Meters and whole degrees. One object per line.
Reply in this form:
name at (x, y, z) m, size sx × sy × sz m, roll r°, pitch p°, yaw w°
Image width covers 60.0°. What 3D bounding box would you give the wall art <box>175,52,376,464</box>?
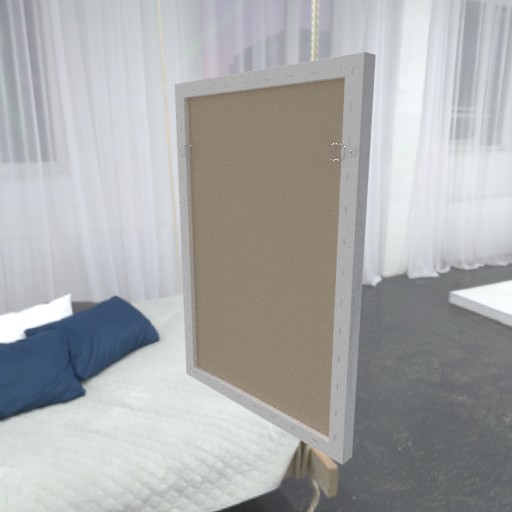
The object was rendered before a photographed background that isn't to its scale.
wall art at (0.000, 0.000, 1.178) m, size 0.624 × 0.914 × 0.043 m, roll 13°, pitch 19°, yaw 43°
